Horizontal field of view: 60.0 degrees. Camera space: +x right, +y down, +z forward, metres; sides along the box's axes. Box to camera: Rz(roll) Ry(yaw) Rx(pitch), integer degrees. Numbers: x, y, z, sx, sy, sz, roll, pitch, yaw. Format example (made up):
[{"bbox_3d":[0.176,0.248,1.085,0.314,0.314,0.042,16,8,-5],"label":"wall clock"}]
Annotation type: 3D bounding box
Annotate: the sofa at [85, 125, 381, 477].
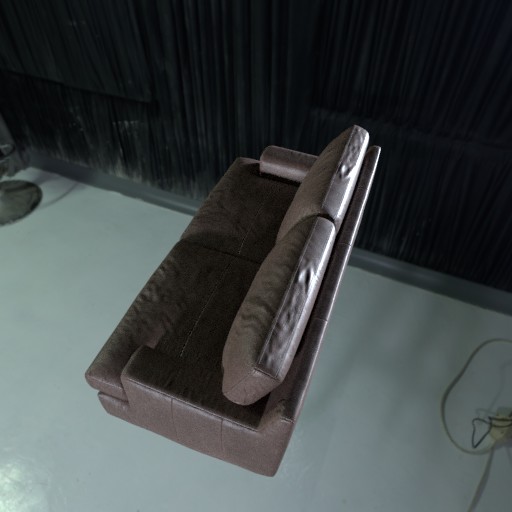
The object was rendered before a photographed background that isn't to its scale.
[{"bbox_3d":[0.000,0.000,2.827,1.143,0.941,2.261,15,48,14],"label":"sofa"}]
